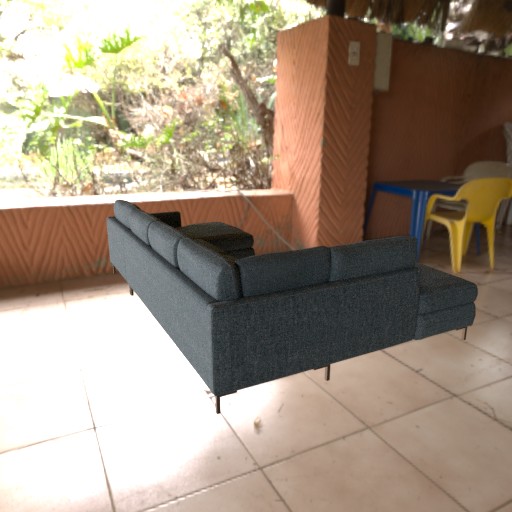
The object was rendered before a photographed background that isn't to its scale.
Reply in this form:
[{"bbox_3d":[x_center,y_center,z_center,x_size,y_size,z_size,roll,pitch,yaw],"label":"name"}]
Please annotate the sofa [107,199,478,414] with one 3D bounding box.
[{"bbox_3d":[0.000,0.000,3.623,1.879,0.753,2.737,-8,17,-27],"label":"sofa"}]
